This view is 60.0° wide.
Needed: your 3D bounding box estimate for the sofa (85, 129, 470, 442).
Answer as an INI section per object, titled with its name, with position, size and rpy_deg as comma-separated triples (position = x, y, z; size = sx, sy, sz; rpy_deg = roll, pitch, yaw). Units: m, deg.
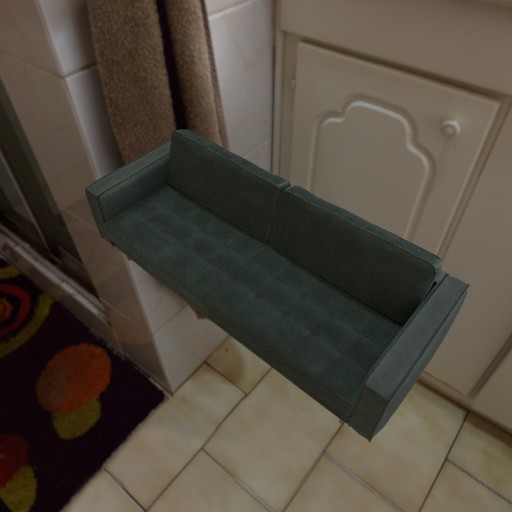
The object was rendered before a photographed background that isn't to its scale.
[sofa]
position = 0.000, 0.000, 2.674
size = 2.214, 0.781, 0.886
rpy_deg = 32, 54, 27
